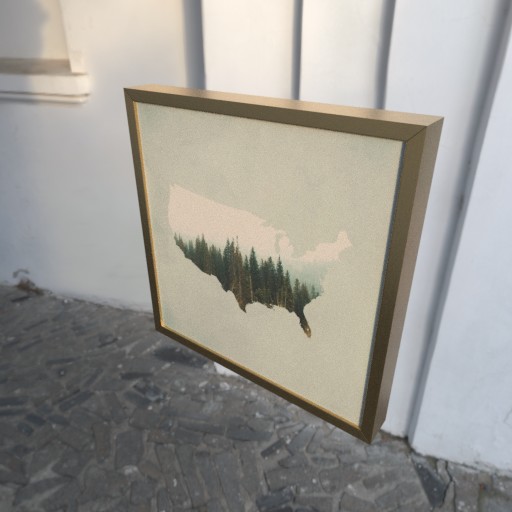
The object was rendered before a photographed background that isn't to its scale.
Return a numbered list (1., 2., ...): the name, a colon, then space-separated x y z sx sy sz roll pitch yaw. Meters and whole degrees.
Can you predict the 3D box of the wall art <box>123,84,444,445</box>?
1. wall art: 0.000 0.000 0.452 0.304 0.304 0.038 19 34 32
